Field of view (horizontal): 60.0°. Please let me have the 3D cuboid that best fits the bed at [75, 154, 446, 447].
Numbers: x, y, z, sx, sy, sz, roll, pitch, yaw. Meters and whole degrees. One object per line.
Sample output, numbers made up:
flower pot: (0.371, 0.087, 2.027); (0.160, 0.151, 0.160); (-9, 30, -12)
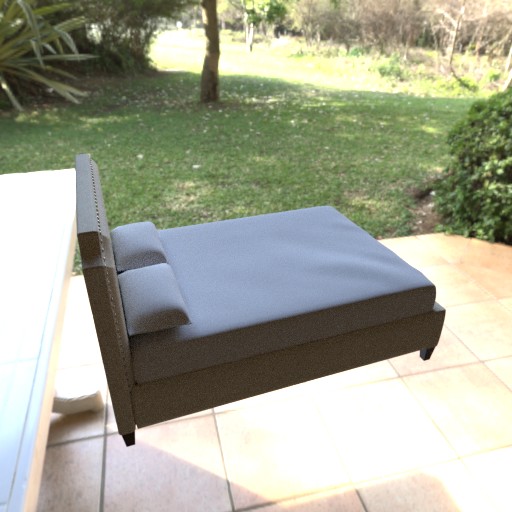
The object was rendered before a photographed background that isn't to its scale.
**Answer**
bed: (0.000, 0.000, 3.449); (2.381, 1.457, 1.713); (-10, 31, -17)
